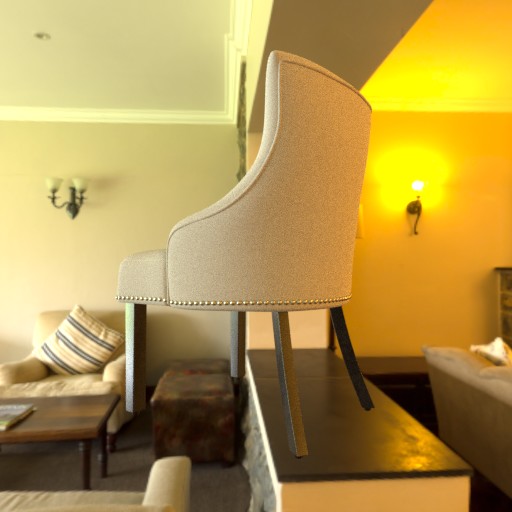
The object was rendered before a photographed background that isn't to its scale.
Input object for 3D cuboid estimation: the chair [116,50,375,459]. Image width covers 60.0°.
[{"bbox_3d":[0.000,0.000,1.312,0.629,0.909,0.566,0,-1,37],"label":"chair"}]
